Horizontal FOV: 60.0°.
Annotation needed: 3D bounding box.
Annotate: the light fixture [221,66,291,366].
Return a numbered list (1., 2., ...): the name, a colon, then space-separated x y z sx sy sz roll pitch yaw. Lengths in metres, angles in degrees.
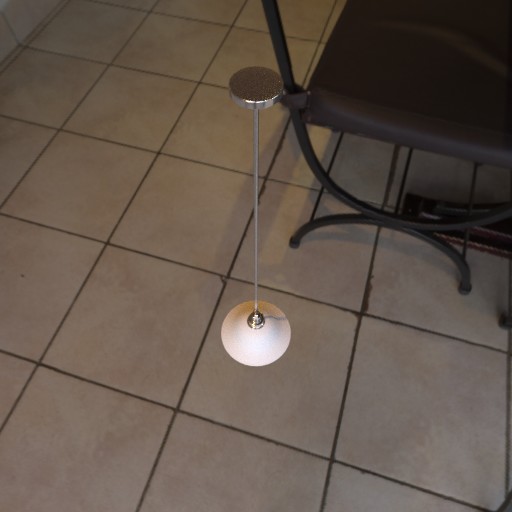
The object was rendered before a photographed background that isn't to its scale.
1. light fixture: 0.000 0.000 1.488 0.324 1.354 0.324 -1 58 -1
